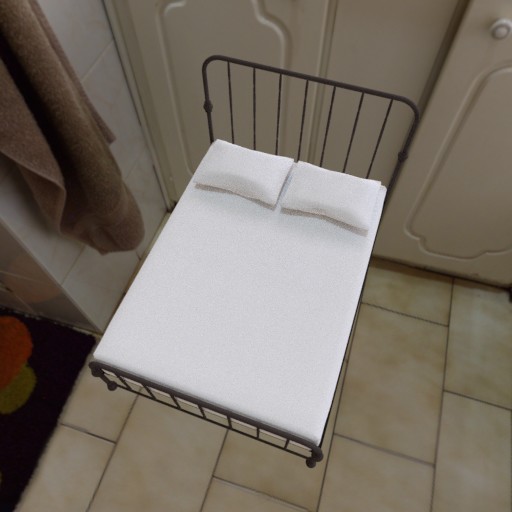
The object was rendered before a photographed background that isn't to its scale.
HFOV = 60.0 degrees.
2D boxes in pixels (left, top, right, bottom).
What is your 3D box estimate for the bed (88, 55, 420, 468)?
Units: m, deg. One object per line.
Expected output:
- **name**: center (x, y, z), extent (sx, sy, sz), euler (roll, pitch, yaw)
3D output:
- **bed**: center (0.000, 0.000, 3.070), extent (1.616, 1.446, 2.134), euler (17, 60, 10)
